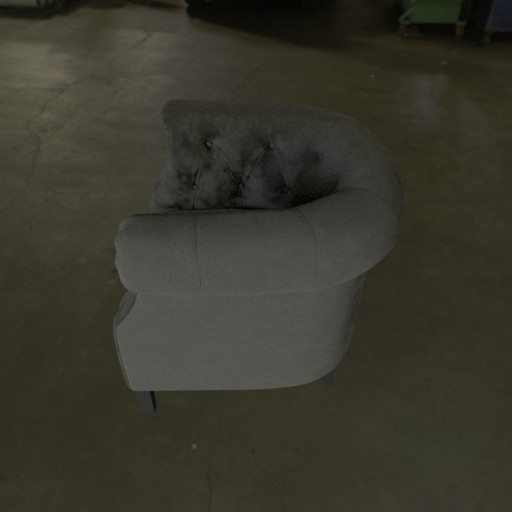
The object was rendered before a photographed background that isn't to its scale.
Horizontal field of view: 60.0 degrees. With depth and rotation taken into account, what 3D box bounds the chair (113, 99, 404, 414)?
[{"bbox_3d":[0.000,0.000,1.550,0.851,0.826,0.904,-1,41,-1],"label":"chair"}]
